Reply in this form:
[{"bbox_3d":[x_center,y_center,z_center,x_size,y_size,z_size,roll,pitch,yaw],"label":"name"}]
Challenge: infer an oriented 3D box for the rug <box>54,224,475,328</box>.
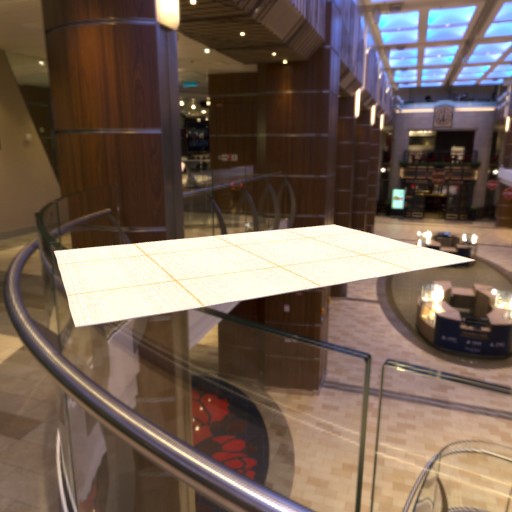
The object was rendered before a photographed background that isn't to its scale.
[{"bbox_3d":[0.000,0.000,3.019,2.442,0.016,1.527,-7,15,-26],"label":"rug"}]
